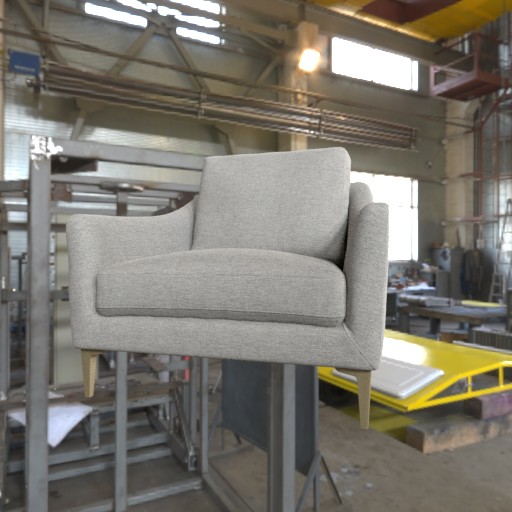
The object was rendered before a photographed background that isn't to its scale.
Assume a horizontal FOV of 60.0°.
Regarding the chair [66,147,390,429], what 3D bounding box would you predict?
[{"bbox_3d":[0.000,0.000,1.695,0.986,0.902,0.961,0,0,17],"label":"chair"}]
